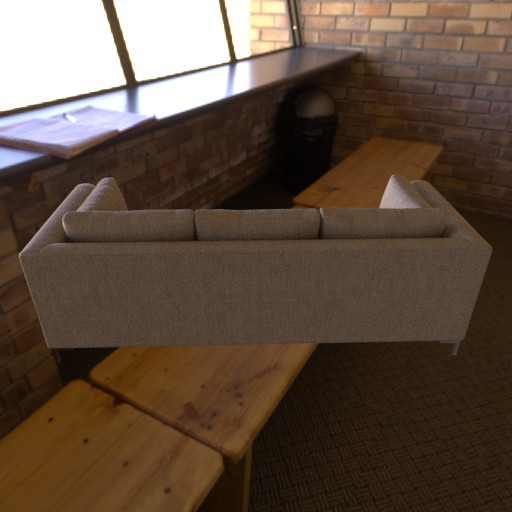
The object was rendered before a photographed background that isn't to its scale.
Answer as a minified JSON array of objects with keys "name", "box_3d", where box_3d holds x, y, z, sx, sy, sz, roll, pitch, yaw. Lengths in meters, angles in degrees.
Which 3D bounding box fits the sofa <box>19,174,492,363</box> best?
[{"name":"sofa","box_3d":[0.000,0.000,2.819,2.415,0.867,0.969,-1,31,-1]}]
